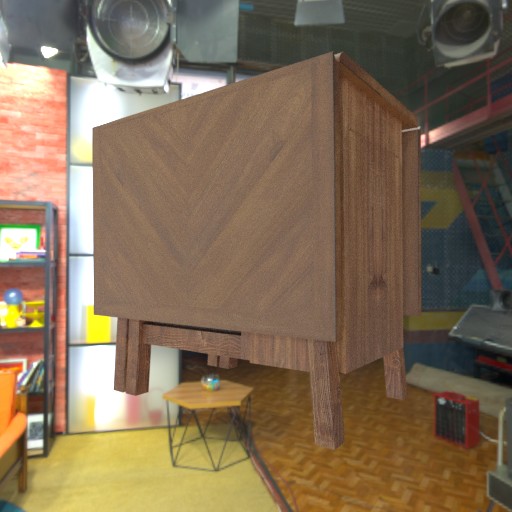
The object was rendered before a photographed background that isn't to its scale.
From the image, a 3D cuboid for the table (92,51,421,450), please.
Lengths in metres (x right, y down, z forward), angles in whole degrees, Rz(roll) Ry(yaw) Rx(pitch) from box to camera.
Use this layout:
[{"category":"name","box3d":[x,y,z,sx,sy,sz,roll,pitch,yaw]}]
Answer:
[{"category":"table","box3d":[0.000,0.000,1.600,0.967,0.981,0.701,-1,-2,36]}]
